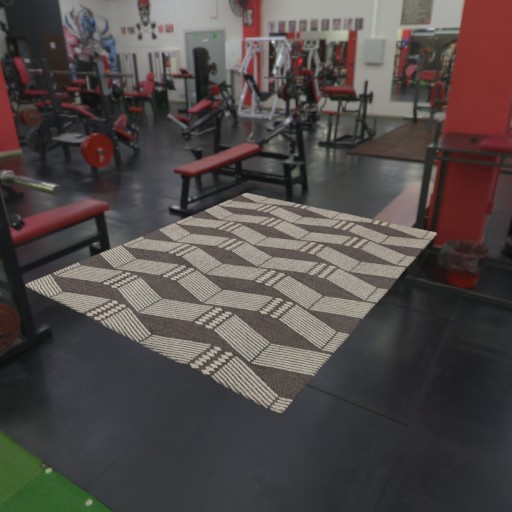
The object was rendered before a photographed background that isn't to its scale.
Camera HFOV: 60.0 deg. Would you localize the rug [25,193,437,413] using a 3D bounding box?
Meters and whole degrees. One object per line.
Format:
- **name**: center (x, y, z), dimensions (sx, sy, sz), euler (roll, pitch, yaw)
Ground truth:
- **rug**: center (0.000, 0.000, 4.069), dimensions (2.438, 0.016, 3.048), euler (17, 30, 31)
